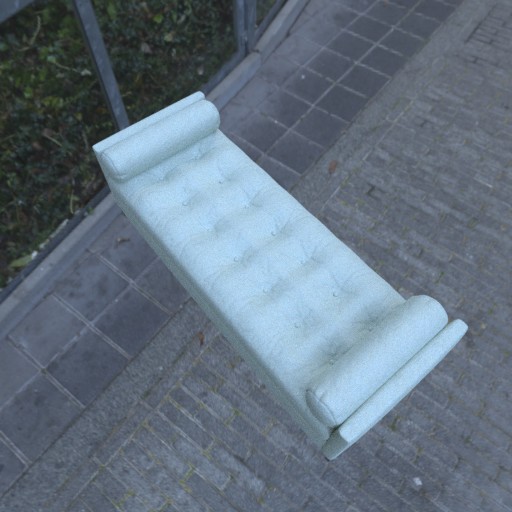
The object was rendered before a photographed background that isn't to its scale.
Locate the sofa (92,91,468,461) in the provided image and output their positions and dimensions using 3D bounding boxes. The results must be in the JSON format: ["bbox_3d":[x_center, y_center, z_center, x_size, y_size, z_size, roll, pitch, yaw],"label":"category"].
[{"bbox_3d":[0.000,0.000,2.520,0.796,0.705,2.102,-35,65,-19],"label":"sofa"}]
